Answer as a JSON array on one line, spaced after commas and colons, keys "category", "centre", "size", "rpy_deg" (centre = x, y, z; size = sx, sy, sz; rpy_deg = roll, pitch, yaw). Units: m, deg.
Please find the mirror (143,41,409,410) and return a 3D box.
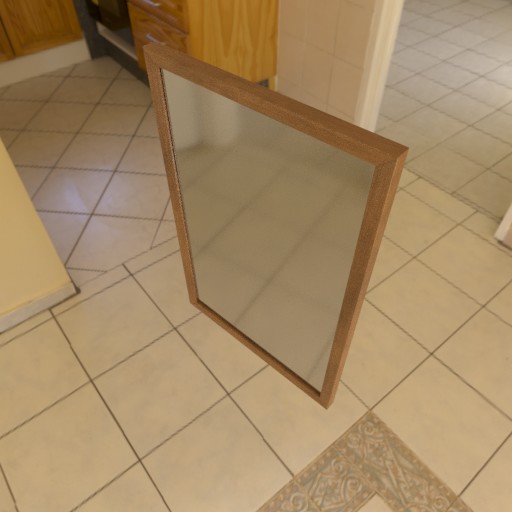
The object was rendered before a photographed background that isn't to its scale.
[{"category": "mirror", "centre": [0.000, 0.000, 1.154], "size": [0.609, 0.915, 0.040], "rpy_deg": [33, 56, 26]}]
